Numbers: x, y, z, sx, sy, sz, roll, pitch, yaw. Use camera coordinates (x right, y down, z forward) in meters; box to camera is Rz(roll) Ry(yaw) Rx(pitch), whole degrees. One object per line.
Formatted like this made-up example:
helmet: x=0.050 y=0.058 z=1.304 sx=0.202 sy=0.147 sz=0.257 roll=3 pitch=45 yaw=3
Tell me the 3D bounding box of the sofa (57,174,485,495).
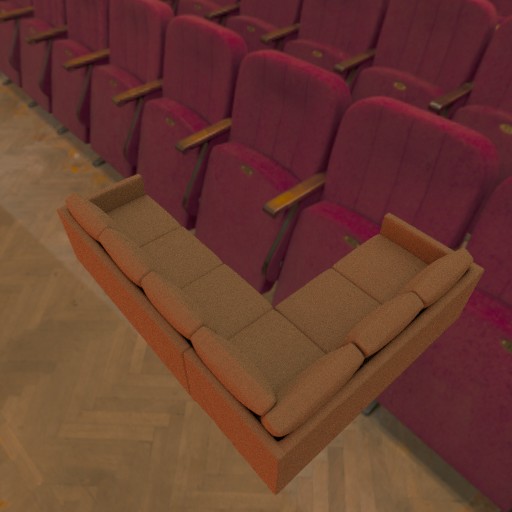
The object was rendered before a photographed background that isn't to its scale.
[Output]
sofa: x=0.000 y=0.000 z=4.228 sx=2.432 sy=0.871 sz=3.182 roll=-32 pitch=54 yaw=-27
